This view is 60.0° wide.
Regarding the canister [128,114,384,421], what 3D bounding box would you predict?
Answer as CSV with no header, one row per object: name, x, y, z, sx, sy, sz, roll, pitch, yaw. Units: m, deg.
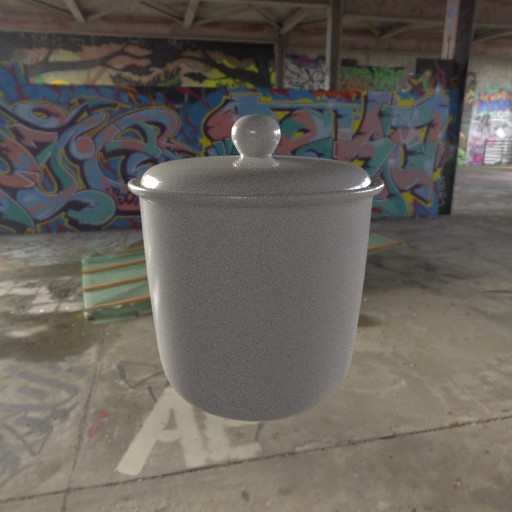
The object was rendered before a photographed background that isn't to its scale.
canister,0.000,0.000,0.341,0.182,0.208,0.182,0,15,0
